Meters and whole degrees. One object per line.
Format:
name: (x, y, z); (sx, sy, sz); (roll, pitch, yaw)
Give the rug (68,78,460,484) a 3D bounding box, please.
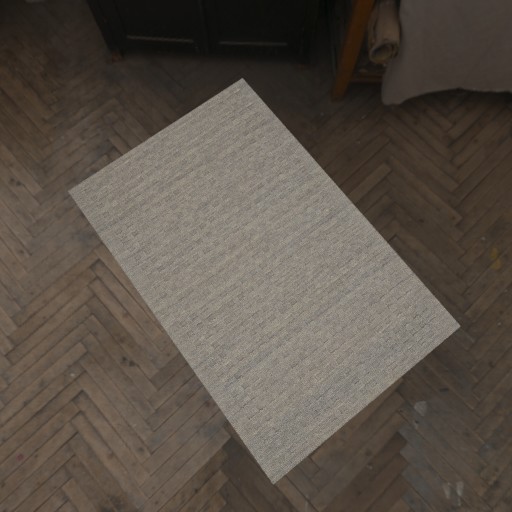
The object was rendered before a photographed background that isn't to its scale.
rug: (0.000, 0.000, 2.228); (1.142, 0.006, 1.752); (-36, 77, -9)
